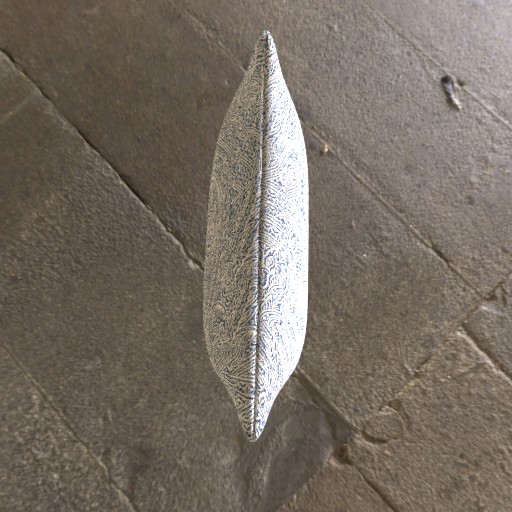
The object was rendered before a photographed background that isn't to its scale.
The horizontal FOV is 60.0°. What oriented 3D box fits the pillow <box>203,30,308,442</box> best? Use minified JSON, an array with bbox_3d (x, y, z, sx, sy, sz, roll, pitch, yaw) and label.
[{"bbox_3d":[0.000,0.000,0.781,0.166,0.510,0.523,2,78,0],"label":"pillow"}]
